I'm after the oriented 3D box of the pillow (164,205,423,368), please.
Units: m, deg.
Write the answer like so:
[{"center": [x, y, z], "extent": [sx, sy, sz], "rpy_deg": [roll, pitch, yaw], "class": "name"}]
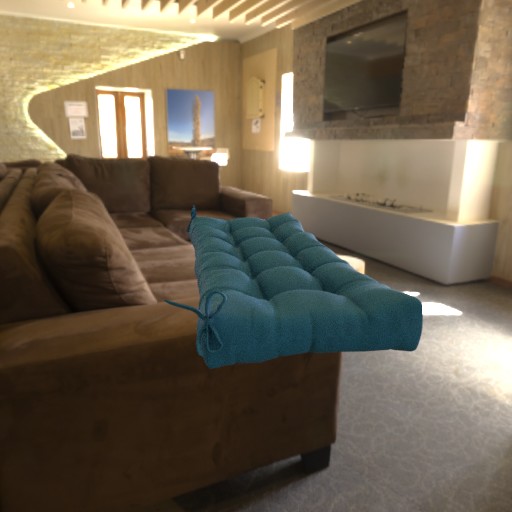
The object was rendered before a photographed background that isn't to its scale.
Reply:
[{"center": [0.000, 0.000, 1.372], "extent": [0.511, 0.174, 1.194], "rpy_deg": [-2, 15, -9], "class": "pillow"}]
